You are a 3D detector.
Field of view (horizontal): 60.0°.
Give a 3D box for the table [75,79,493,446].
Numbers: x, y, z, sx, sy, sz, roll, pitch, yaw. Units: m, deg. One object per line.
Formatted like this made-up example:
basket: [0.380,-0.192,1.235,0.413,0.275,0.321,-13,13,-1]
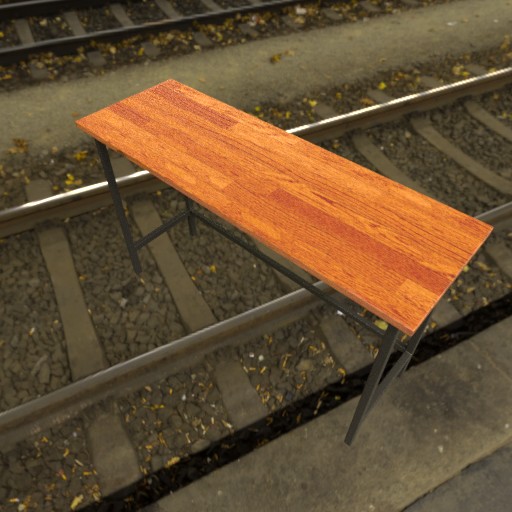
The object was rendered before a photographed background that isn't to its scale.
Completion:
table: [0.000,0.000,1.528,1.204,0.740,0.408,33,55,27]
